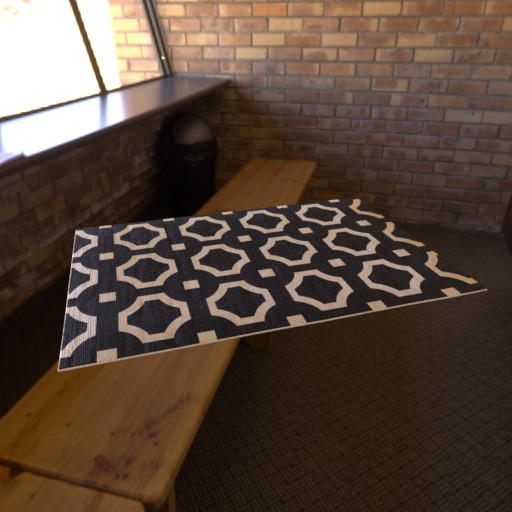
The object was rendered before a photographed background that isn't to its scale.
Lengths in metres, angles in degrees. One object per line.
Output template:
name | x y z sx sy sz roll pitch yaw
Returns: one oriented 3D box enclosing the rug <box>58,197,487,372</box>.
rug | 0.000 0.000 2.887 2.286 0.016 1.555 -8 29 -15
